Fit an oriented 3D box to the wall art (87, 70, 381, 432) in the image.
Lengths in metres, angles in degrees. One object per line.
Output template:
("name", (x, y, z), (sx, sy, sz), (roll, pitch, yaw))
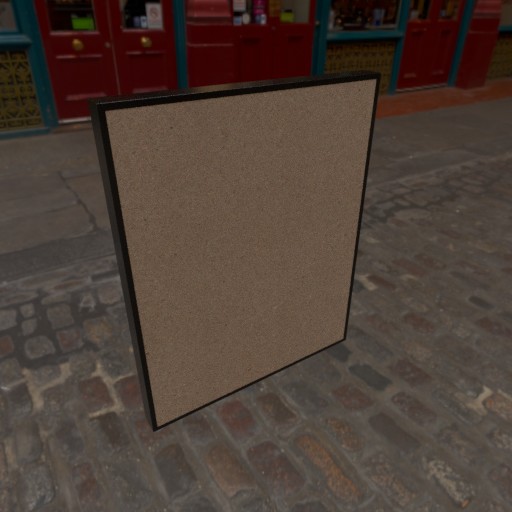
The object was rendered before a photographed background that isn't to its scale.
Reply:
("wall art", (0.000, 0.000, 0.751), (0.448, 0.551, 0.038), (-18, 35, -28))
